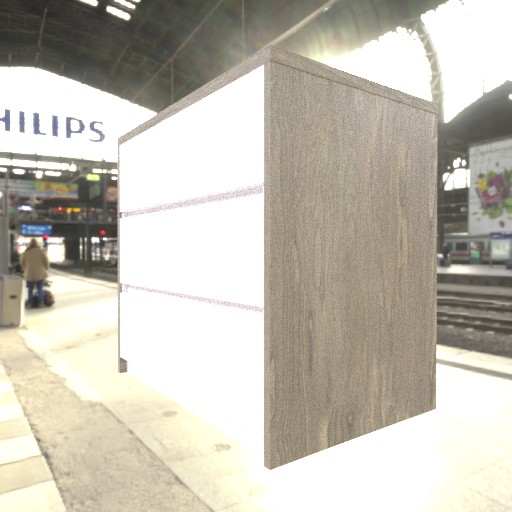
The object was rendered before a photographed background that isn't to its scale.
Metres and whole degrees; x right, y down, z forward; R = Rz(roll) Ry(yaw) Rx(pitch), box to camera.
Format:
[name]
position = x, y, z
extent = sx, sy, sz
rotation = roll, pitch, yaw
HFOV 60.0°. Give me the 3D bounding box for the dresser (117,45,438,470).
[dresser]
position = 0.000, 0.000, 1.276
extent = 0.529, 0.762, 0.809
rotation = 0, 1, -36
